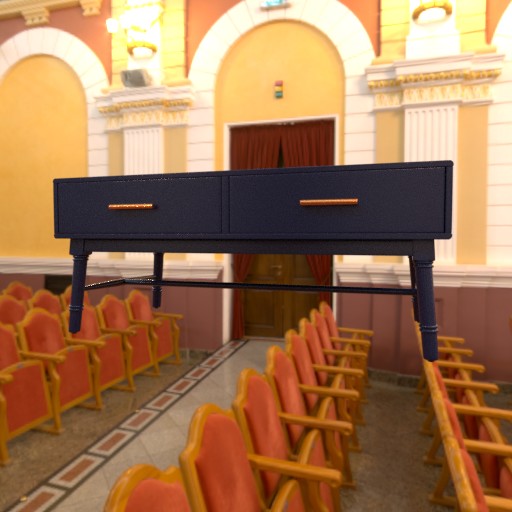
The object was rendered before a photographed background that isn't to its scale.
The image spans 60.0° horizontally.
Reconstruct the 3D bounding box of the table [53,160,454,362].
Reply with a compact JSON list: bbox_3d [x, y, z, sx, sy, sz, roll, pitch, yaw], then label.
[{"bbox_3d":[0.000,0.000,1.386,1.067,0.457,0.572,1,3,17],"label":"table"}]
